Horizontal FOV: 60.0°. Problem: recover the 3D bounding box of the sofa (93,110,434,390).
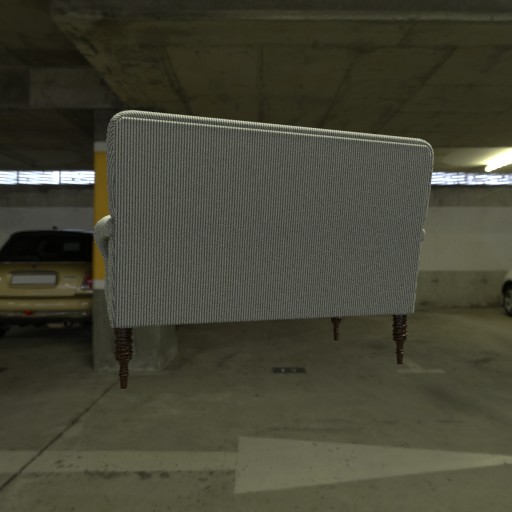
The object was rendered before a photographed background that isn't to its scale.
[{"bbox_3d":[0.000,0.000,1.868,1.297,0.889,0.779,0,0,-18],"label":"sofa"}]
